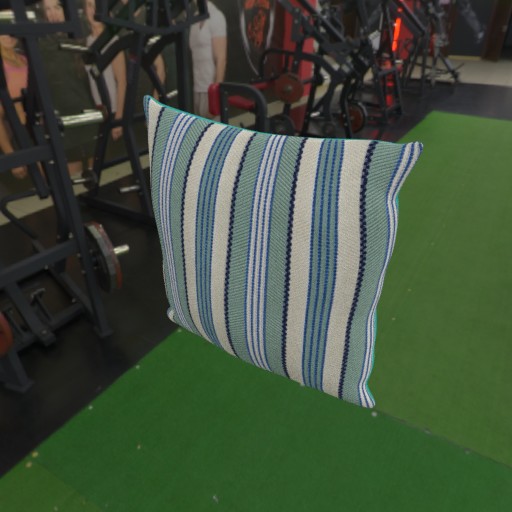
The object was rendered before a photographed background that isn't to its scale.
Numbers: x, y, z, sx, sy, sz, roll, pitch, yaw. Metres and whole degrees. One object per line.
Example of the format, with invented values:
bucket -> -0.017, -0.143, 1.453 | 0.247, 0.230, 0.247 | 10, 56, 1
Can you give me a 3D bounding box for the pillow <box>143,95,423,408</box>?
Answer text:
pillow -> 0.000, 0.000, 0.695 | 0.440, 0.441, 0.182 | 18, 35, 28
